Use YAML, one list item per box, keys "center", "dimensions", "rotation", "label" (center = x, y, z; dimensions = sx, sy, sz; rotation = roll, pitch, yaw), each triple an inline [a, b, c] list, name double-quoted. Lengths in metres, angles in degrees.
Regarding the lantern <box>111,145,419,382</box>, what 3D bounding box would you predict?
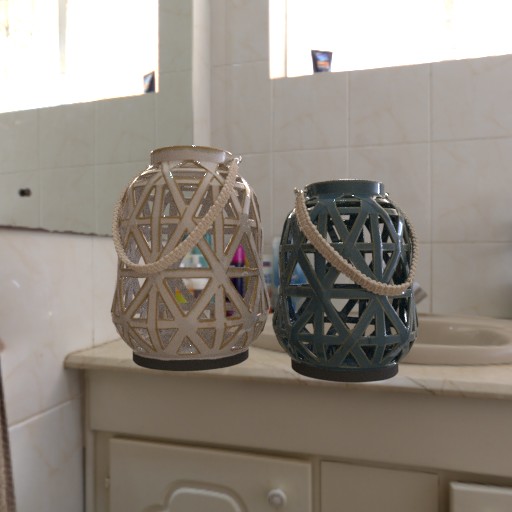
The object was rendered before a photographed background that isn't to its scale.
- center: [0.000, 0.000, 0.636]
  dimensions: [0.439, 0.307, 0.245]
  rotation: [0, -1, 18]
  label: "lantern"
